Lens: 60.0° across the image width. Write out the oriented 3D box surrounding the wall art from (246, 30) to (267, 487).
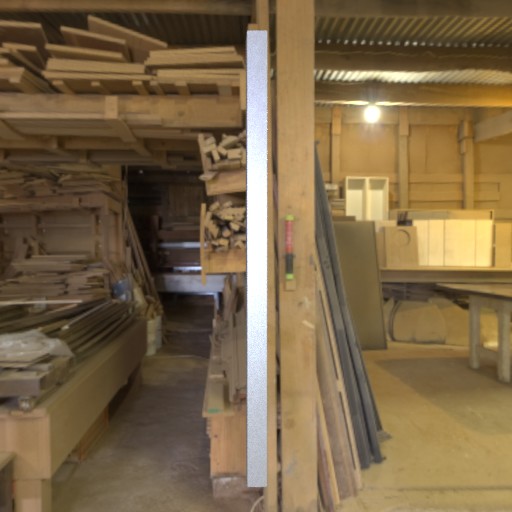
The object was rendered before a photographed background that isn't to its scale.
[{"bbox_3d":[0.000,0.000,1.188,0.038,0.807,0.809,0,1,0],"label":"wall art"}]
